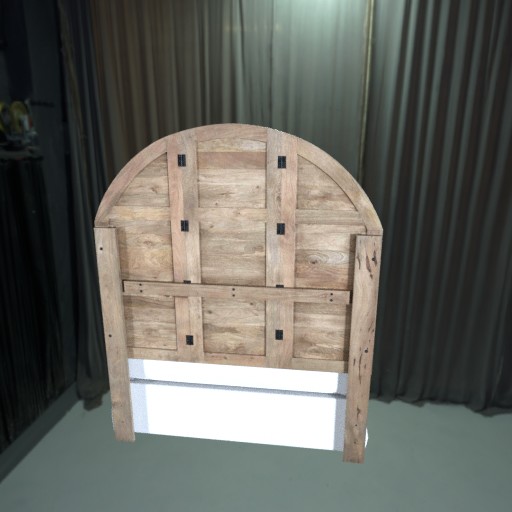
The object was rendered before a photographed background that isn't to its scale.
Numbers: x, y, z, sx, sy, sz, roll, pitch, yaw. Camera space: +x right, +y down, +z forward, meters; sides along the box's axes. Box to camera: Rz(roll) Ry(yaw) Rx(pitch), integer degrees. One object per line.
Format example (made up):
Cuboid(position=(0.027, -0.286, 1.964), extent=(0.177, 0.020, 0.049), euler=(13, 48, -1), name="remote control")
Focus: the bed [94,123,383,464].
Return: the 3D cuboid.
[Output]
Cuboid(position=(0.000, 0.000, 3.557), extent=(1.713, 2.002, 2.112), euler=(2, 16, 7), name="bed")
